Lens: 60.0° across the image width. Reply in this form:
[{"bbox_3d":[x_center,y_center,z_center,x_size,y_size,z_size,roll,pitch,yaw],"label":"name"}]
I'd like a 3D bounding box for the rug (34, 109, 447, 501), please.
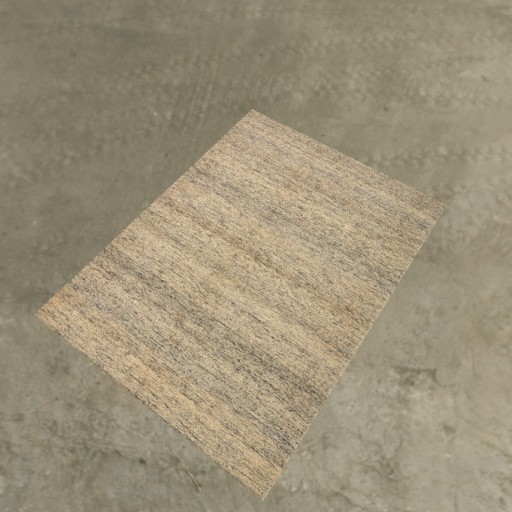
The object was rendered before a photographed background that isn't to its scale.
[{"bbox_3d":[0.000,0.000,4.130,2.414,0.036,3.199,32,64,18],"label":"rug"}]
